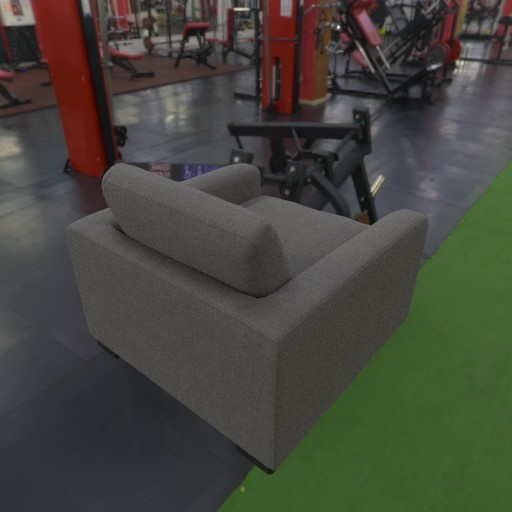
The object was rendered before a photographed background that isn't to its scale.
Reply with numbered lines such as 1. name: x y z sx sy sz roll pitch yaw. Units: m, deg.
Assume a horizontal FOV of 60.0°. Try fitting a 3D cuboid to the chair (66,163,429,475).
1. chair: 0.000 0.000 1.901 1.070 0.847 1.100 23 38 33
